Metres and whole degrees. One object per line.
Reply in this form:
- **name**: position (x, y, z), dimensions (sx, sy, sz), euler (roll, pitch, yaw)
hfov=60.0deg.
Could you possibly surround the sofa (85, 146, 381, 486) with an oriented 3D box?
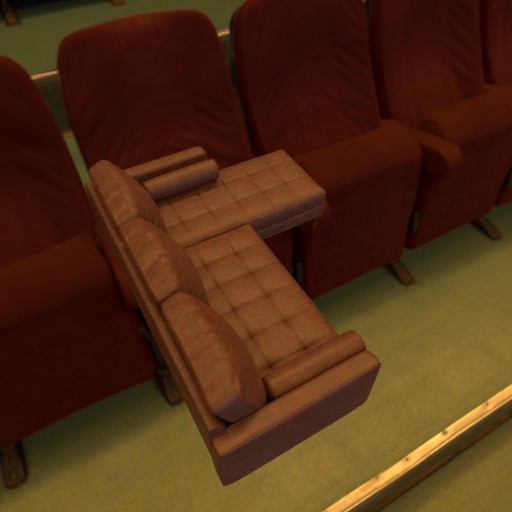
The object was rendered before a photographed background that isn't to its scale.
- **sofa**: position (0.000, 0.000, 2.927), dimensions (1.613, 0.841, 2.185), euler (-23, 52, -19)
